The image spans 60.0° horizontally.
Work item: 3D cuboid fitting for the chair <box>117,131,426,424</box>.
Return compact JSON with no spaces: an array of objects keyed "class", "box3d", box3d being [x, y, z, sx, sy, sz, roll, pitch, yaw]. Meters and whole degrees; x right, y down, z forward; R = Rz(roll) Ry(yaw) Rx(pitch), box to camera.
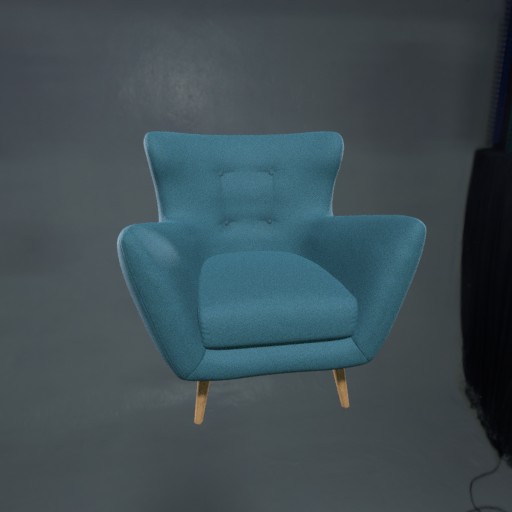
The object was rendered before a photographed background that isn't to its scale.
[{"class":"chair","box3d":[0.000,0.000,1.644,0.890,0.889,0.889,-3,16,-10]}]
